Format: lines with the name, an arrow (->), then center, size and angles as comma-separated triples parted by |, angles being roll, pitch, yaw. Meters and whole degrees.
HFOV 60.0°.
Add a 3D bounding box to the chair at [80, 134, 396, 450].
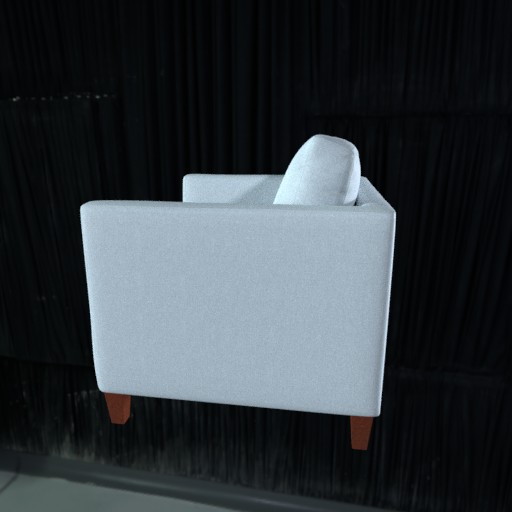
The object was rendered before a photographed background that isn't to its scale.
chair -> 0.000, 0.000, 1.822 | 0.953, 0.961, 1.107 | 2, 15, 9
